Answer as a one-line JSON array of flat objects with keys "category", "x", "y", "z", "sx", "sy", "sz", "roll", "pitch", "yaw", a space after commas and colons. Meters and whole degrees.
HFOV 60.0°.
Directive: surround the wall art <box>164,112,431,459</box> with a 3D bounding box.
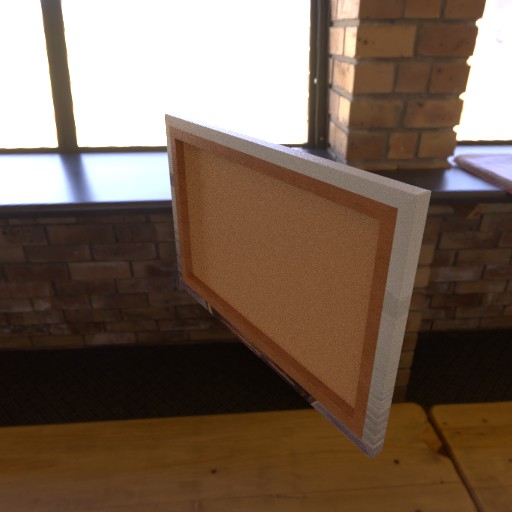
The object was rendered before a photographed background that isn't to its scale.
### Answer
[{"category": "wall art", "x": 0.000, "y": 0.000, "z": 1.170, "sx": 0.037, "sy": 0.609, "sz": 0.916, "roll": -18, "pitch": 32, "yaw": -31}]
